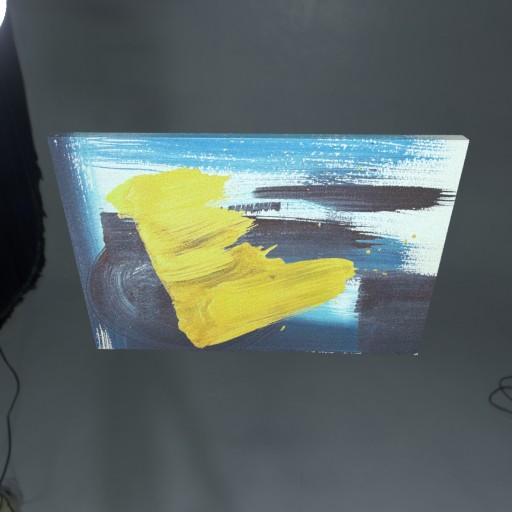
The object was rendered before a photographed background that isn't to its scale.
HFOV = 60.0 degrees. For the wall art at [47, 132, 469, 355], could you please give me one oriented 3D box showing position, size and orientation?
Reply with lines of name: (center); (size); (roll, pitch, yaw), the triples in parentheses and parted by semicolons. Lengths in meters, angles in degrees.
wall art: (0.000, 0.000, 1.128); (0.914, 0.610, 0.039); (1, 30, 1)
